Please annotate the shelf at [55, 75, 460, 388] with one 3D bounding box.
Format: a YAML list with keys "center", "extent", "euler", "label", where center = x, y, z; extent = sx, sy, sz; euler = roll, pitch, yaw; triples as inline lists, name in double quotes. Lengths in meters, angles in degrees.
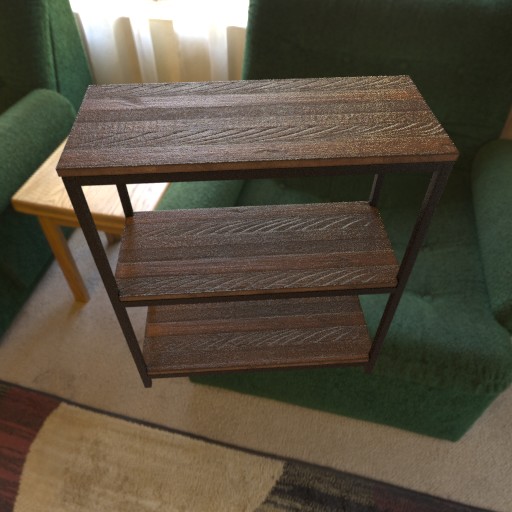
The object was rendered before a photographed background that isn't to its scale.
- center: [0.000, 0.000, 1.366]
  extent: [0.822, 0.947, 0.352]
  euler: [-3, 47, -3]
  label: "shelf"
